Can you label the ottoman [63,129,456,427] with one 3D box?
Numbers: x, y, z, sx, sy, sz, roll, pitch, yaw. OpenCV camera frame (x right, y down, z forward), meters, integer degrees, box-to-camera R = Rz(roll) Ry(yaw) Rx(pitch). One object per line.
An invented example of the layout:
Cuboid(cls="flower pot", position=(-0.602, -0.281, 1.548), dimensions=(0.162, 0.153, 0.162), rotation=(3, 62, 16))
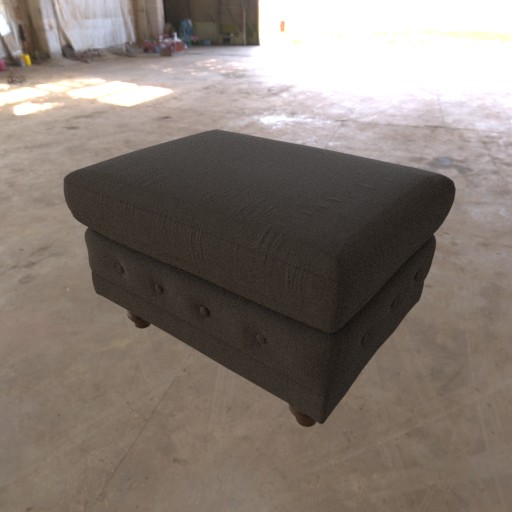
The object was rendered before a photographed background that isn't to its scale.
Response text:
Cuboid(cls="ottoman", position=(0.000, 0.000, 1.148), dimensions=(0.771, 0.500, 0.569), rotation=(21, 36, 32))
